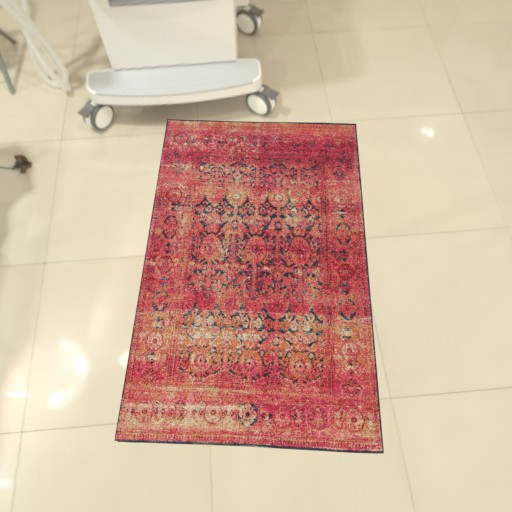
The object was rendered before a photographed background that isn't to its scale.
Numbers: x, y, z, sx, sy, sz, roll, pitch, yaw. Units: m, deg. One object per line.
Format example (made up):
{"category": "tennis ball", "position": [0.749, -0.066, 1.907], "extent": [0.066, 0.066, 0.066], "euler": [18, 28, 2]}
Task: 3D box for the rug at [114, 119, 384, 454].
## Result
{"category": "rug", "position": [0.000, 0.000, 3.063], "extent": [1.539, 0.018, 2.449], "euler": [2, 64, 1]}
